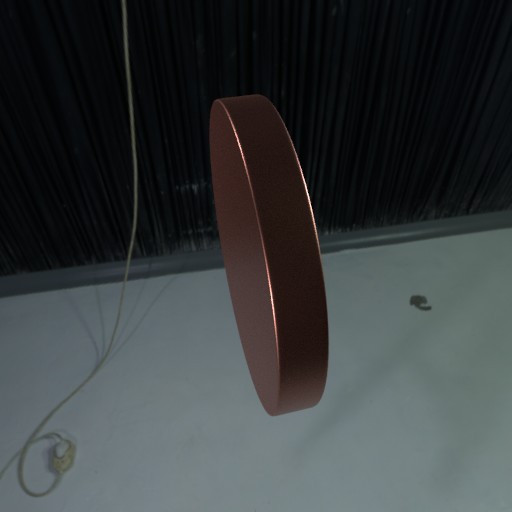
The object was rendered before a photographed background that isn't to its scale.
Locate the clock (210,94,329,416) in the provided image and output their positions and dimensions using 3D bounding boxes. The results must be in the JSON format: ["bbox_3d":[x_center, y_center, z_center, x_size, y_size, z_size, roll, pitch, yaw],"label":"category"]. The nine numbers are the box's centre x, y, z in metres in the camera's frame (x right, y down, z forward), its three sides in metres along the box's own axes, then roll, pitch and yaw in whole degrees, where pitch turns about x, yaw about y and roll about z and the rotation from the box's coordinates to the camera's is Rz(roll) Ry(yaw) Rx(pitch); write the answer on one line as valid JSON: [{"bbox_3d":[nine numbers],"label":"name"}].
[{"bbox_3d":[0.000,0.000,0.461,0.040,0.313,0.313,-10,48,-9],"label":"clock"}]
